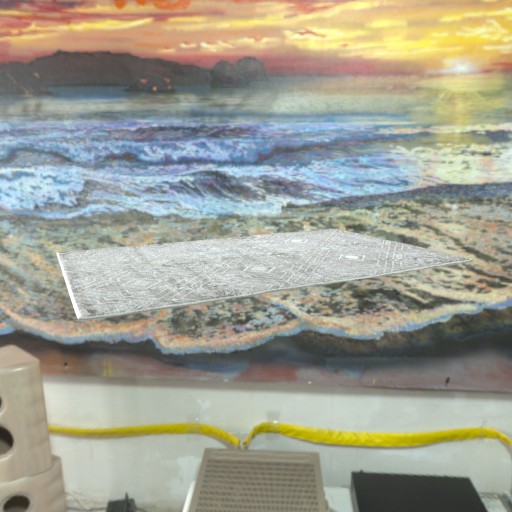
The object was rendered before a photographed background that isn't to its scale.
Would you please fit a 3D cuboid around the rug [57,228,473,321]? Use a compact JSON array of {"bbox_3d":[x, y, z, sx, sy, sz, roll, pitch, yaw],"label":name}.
[{"bbox_3d":[0.000,0.000,3.058,2.447,0.036,1.537,-6,14,-26],"label":"rug"}]
